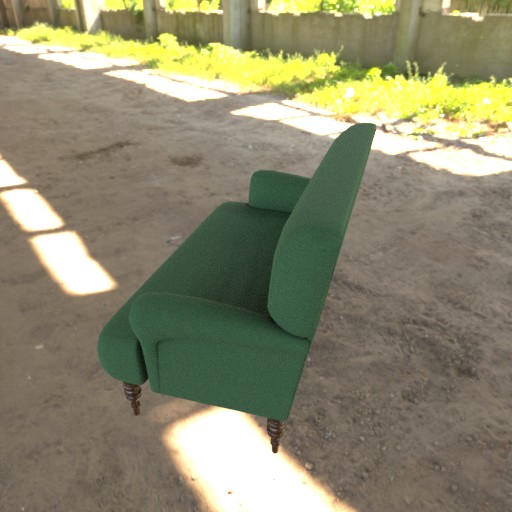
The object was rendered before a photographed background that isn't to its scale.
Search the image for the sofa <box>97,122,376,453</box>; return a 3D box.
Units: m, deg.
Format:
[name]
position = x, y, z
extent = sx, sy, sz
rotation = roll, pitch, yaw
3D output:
[sofa]
position = 0.000, 0.000, 1.820
extent = 0.779, 0.889, 1.297
rotation = 9, 31, 15
